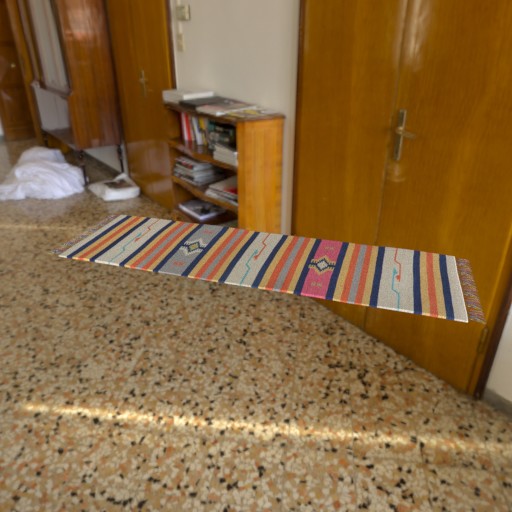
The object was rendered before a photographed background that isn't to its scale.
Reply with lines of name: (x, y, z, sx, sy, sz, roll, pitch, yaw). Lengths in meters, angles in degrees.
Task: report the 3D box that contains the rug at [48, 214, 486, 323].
rug: (0.000, 0.000, 2.673, 2.455, 0.017, 0.695, 8, 28, 15)
